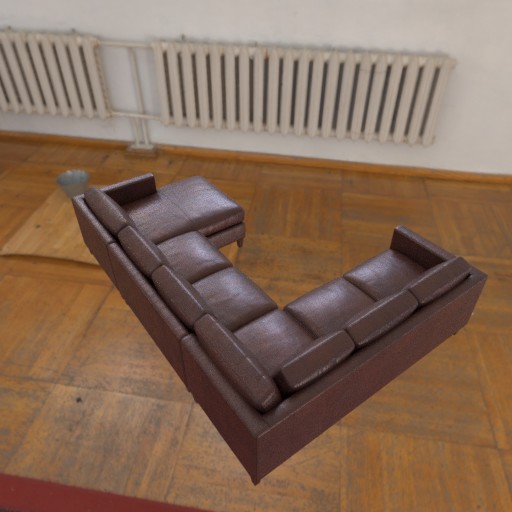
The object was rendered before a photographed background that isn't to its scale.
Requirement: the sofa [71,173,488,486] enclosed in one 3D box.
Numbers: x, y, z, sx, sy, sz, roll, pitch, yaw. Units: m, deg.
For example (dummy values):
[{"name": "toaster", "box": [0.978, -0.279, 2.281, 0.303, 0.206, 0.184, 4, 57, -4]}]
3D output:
[{"name": "sofa", "box": [0.000, 0.000, 4.398, 2.452, 0.891, 3.324, -25, 45, -27]}]
